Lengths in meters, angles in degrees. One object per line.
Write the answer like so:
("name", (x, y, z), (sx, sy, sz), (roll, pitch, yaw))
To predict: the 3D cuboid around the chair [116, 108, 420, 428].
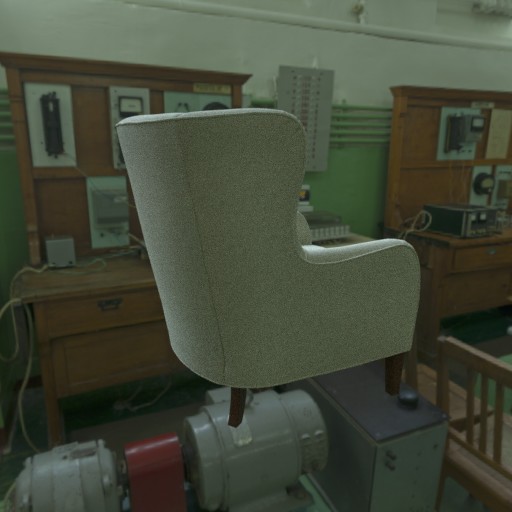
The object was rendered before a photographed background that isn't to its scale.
("chair", (0.000, 0.000, 1.730), (0.966, 1.040, 0.838), (-7, 16, -25))
